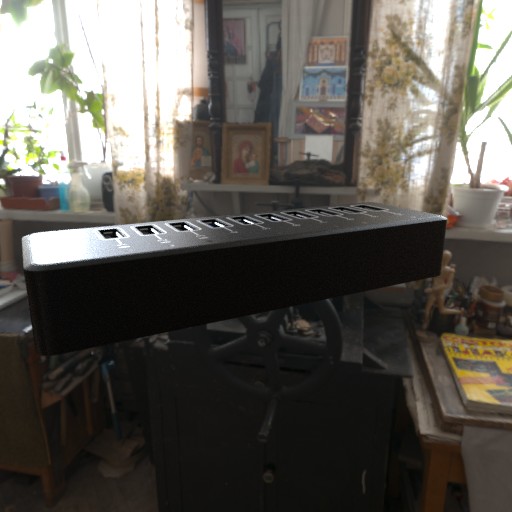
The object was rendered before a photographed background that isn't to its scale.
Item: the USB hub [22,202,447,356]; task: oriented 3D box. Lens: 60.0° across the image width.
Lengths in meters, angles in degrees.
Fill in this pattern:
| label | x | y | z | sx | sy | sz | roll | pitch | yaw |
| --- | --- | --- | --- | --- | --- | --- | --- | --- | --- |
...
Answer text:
| label | x | y | z | sx | sy | sz | roll | pitch | yaw |
| --- | --- | --- | --- | --- | --- | --- | --- | --- | --- |
| USB hub | 0.000 | 0.000 | 0.157 | 0.145 | 0.023 | 0.044 | -8 | 18 | -26 |
